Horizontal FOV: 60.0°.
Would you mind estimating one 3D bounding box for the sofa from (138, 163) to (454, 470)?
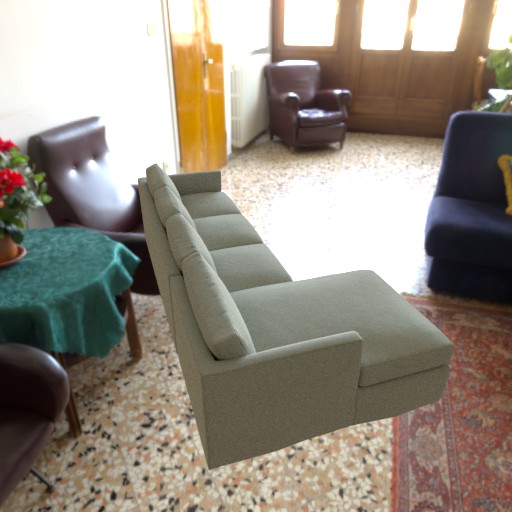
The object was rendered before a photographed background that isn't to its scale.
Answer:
[{"bbox_3d":[0.000,0.000,3.849,1.650,0.922,3.205,-9,30,-16],"label":"sofa"}]
